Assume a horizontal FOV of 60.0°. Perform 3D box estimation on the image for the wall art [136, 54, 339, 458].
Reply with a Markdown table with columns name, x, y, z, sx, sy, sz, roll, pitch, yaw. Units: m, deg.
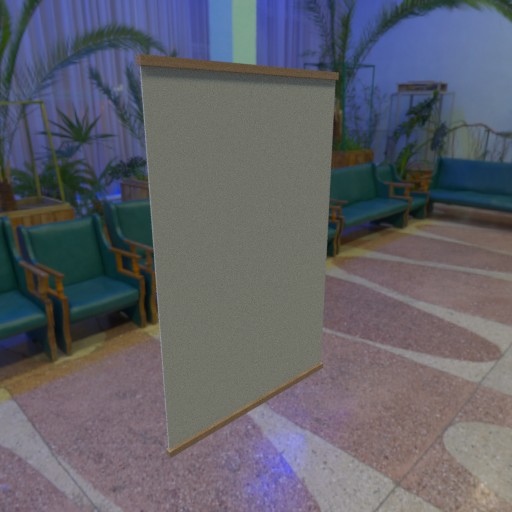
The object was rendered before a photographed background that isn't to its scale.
| name | x | y | z | sx | sy | sz | roll | pitch | yaw |
| --- | --- | --- | --- | --- | --- | --- | --- | --- | --- |
| wall art | 0.000 | 0.000 | 1.915 | 0.990 | 1.519 | 0.030 | -16 | 24 | -40 |
